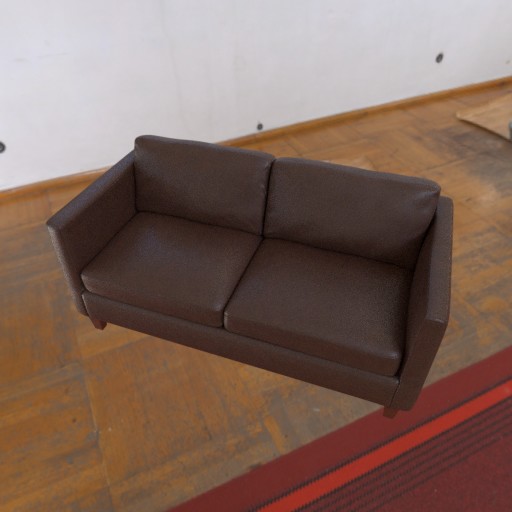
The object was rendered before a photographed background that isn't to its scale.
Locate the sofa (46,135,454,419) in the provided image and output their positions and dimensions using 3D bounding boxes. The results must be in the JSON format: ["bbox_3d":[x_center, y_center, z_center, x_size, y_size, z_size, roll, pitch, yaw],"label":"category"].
[{"bbox_3d":[0.000,0.000,2.406,1.883,0.933,0.951,13,42,15],"label":"sofa"}]
